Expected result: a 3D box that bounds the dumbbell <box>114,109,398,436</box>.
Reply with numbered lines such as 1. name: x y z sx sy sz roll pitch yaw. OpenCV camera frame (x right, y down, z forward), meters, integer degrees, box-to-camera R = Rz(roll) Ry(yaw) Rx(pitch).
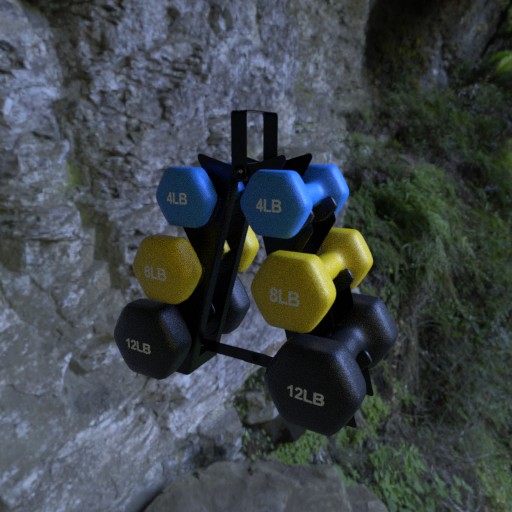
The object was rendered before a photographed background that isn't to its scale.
1. dumbbell: 0.000 0.000 0.685 0.409 0.426 0.255 8 17 28
